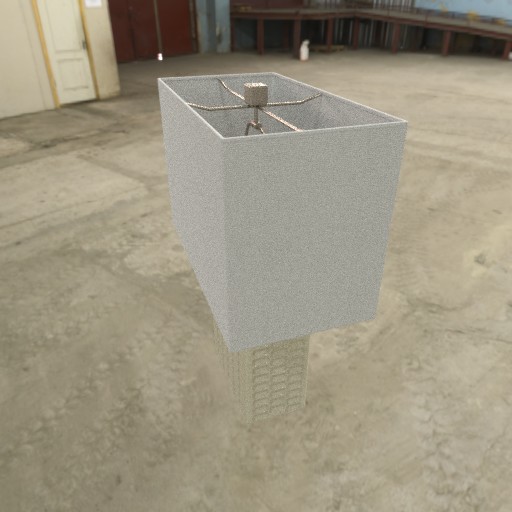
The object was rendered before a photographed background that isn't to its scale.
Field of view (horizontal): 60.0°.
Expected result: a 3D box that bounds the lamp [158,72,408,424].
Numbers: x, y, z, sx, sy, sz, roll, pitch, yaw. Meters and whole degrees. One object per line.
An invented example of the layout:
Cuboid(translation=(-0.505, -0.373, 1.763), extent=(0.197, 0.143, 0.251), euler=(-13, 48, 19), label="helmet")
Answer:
Cuboid(translation=(0.000, 0.000, 0.704), extent=(0.200, 0.515, 0.380), euler=(-10, 32, -17), label="lamp")
